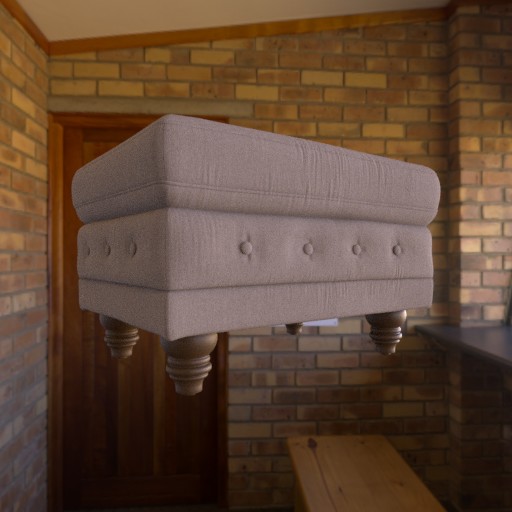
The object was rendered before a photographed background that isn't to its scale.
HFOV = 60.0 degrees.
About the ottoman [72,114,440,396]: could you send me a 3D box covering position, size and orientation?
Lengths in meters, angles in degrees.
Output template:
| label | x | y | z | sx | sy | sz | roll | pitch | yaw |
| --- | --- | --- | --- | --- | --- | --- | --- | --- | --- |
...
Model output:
| label | x | y | z | sx | sy | sz | roll | pitch | yaw |
| --- | --- | --- | --- | --- | --- | --- | --- | --- | --- |
| ottoman | 0.000 | 0.000 | 1.112 | 0.771 | 0.500 | 0.569 | 0 | 0 | -36 |
